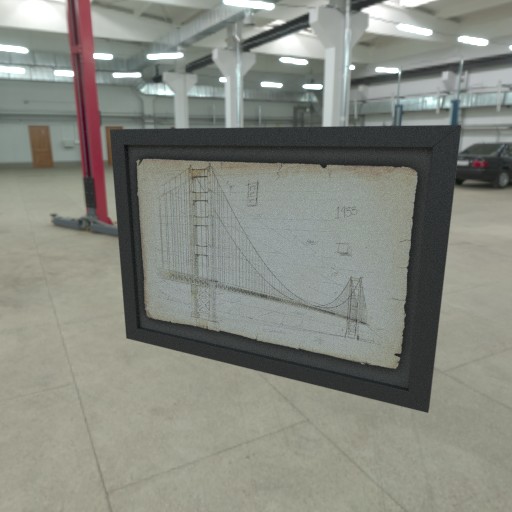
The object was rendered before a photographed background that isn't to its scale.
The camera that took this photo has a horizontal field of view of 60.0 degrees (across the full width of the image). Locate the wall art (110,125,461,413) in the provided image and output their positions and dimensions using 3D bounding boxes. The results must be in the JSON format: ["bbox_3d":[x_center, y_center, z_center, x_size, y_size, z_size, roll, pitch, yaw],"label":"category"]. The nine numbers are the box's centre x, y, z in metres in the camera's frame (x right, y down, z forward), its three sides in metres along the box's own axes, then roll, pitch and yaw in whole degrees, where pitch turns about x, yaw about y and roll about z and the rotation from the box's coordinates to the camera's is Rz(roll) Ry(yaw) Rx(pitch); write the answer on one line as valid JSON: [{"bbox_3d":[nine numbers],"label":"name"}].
[{"bbox_3d":[0.000,0.000,0.550,0.432,0.306,0.016,7,16,25],"label":"wall art"}]
